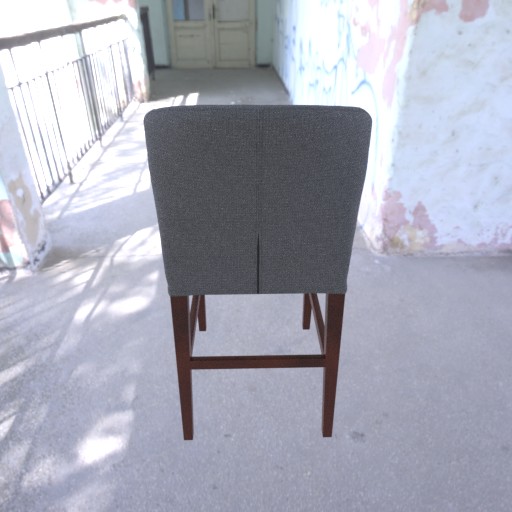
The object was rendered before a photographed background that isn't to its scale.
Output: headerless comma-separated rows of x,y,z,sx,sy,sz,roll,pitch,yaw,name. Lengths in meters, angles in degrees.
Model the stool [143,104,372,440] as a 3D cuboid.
0.000,0.000,1.288,0.479,0.968,0.568,-1,31,-1,stool
